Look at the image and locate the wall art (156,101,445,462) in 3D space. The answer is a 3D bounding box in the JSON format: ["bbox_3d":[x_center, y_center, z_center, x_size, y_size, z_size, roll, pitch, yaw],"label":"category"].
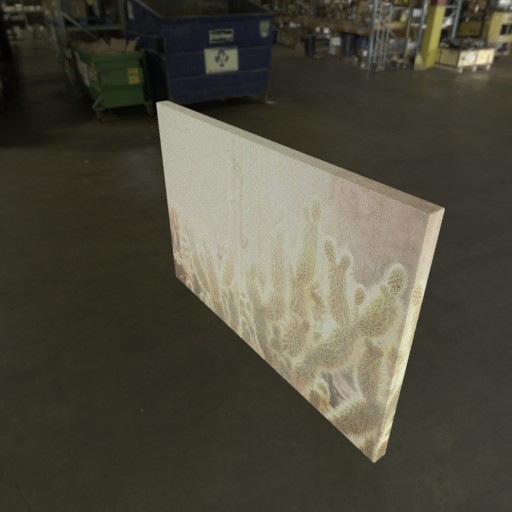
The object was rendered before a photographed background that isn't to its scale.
[{"bbox_3d":[0.000,0.000,1.139,0.040,0.608,0.916,-21,37,-31],"label":"wall art"}]
